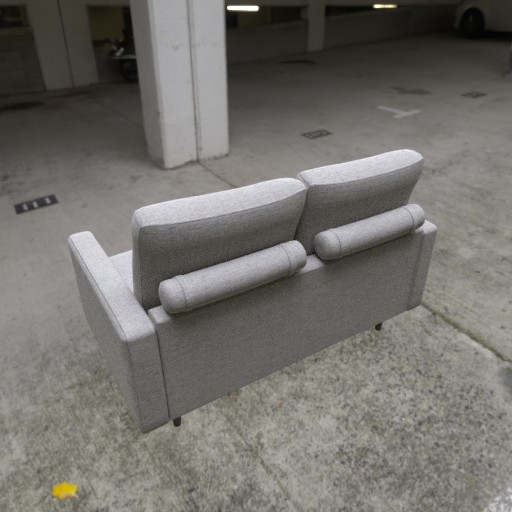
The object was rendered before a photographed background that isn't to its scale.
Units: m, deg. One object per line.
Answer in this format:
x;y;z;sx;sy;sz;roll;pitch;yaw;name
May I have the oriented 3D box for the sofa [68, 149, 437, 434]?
0.000;0.000;1.956;1.407;0.907;0.842;-17;34;-27;sofa
